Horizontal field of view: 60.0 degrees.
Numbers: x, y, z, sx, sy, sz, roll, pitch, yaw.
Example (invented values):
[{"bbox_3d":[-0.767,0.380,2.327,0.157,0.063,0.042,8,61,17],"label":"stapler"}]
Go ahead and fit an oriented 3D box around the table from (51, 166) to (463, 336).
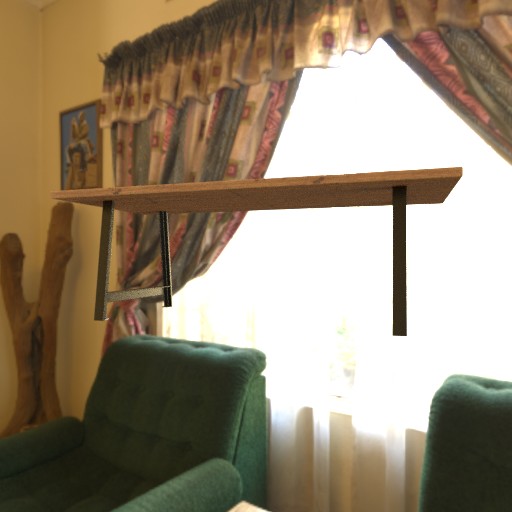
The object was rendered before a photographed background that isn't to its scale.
[{"bbox_3d":[0.000,0.000,2.715,2.200,0.757,1.000,0,0,18],"label":"table"}]
